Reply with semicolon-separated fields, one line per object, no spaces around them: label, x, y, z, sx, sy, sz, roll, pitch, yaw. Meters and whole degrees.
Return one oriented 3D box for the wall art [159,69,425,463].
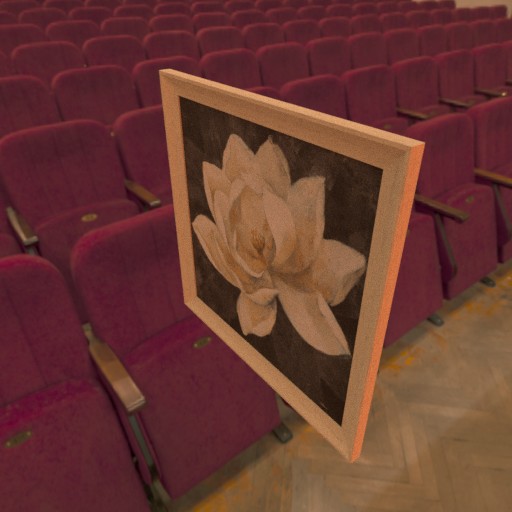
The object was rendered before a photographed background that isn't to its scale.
wall art;0.000;0.000;1.463;0.045;1.016;1.016;-23;39;-32
